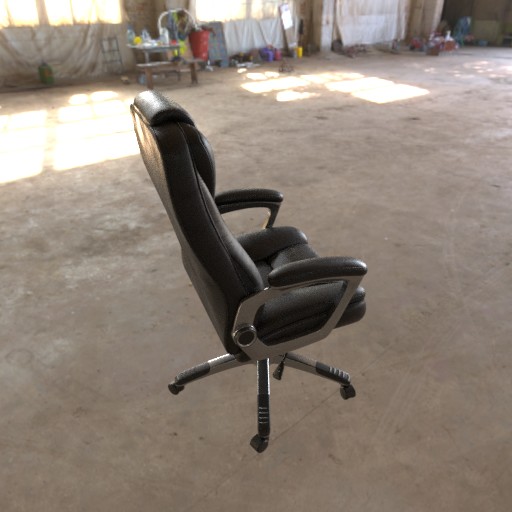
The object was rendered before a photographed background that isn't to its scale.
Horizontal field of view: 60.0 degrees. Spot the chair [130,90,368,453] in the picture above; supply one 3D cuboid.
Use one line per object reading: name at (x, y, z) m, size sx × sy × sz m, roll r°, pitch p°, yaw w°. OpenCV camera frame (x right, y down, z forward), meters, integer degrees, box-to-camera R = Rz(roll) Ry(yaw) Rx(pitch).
chair at (0.000, 0.000, 1.500) m, size 0.689 × 1.075 × 0.697 m, roll -11°, pitch 32°, yaw -19°
